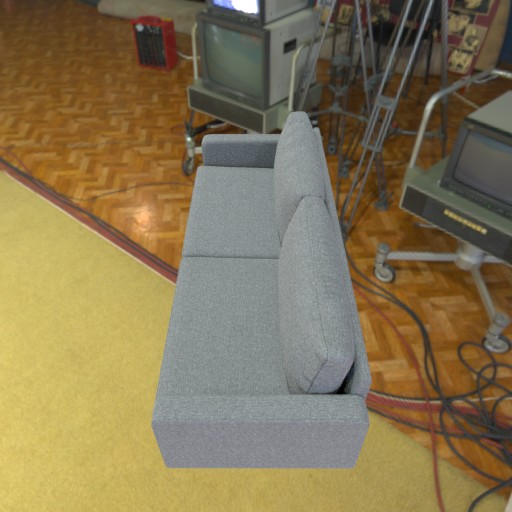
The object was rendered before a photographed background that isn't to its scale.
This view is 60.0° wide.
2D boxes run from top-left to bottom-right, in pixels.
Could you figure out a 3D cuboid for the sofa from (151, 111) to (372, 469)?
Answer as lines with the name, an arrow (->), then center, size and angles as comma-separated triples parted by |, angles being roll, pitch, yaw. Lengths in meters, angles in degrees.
sofa -> 0.000, 0.000, 2.579 | 0.880, 0.880, 2.200 | 0, 43, 0
